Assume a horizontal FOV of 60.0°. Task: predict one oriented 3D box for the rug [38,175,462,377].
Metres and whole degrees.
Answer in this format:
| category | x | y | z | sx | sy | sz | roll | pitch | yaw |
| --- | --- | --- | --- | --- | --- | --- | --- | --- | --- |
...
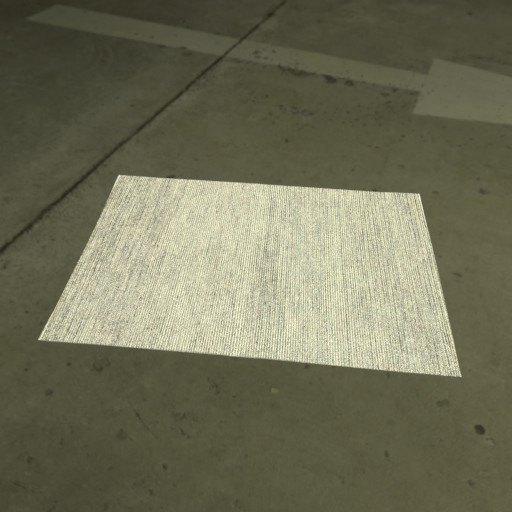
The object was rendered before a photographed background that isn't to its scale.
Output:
| category | x | y | z | sx | sy | sz | roll | pitch | yaw |
| --- | --- | --- | --- | --- | --- | --- | --- | --- | --- |
| rug | 0.000 | 0.000 | 2.231 | 1.789 | 0.021 | 1.159 | 4 | 48 | 4 |
